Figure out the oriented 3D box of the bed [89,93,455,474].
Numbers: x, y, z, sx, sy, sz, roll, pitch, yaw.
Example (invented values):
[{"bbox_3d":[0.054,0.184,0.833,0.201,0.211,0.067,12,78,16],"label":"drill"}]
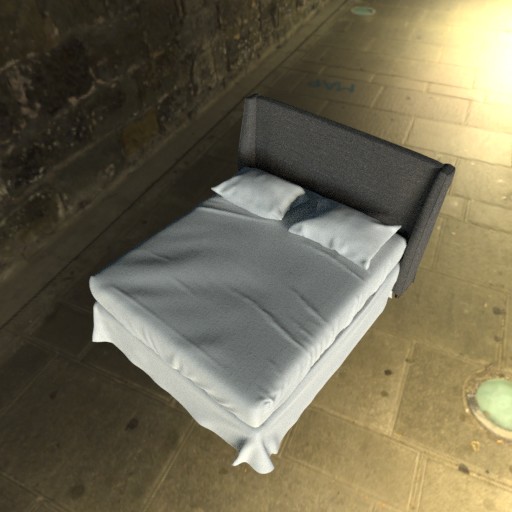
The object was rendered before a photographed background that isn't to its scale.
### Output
[{"bbox_3d":[0.000,0.000,3.464,1.925,1.332,2.276,30,52,27],"label":"bed"}]
